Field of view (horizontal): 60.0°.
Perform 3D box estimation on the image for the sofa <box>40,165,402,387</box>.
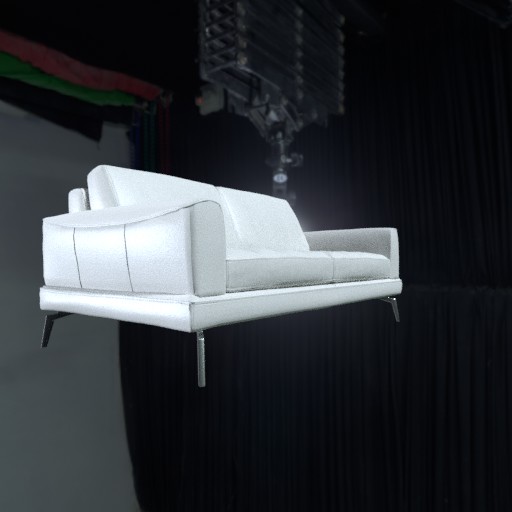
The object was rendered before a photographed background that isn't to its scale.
[{"bbox_3d":[0.000,0.000,2.708,1.121,0.930,2.177,0,-1,37],"label":"sofa"}]
